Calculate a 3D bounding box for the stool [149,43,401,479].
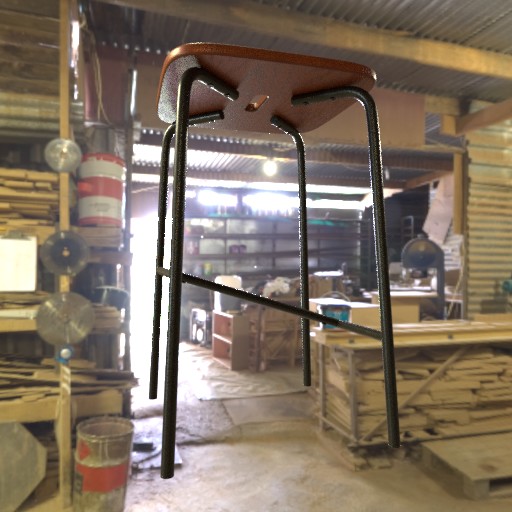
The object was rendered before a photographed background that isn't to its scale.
[{"bbox_3d":[0.000,0.000,0.834,0.376,0.610,0.376,0,-1,-16],"label":"stool"}]
